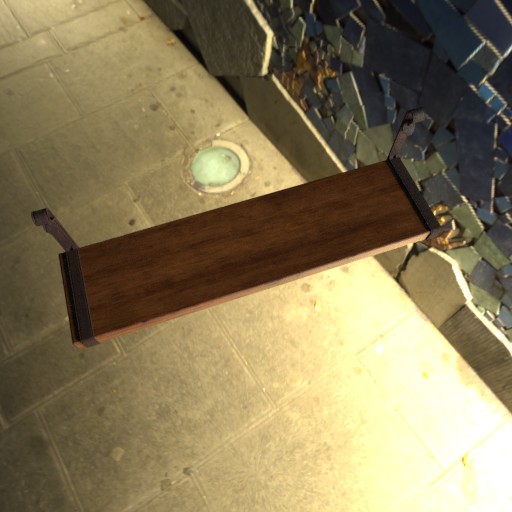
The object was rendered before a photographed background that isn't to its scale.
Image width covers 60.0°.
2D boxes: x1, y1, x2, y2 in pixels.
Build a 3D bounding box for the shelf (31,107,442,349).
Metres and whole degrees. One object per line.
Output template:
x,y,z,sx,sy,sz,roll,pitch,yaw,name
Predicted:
0.000,0.000,0.695,0.567,0.330,0.146,-17,65,-8,shelf
